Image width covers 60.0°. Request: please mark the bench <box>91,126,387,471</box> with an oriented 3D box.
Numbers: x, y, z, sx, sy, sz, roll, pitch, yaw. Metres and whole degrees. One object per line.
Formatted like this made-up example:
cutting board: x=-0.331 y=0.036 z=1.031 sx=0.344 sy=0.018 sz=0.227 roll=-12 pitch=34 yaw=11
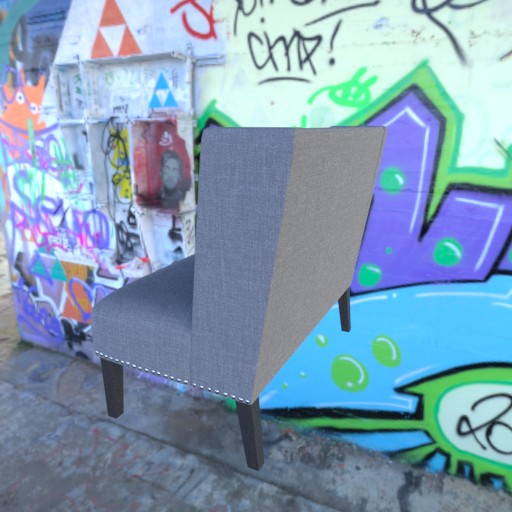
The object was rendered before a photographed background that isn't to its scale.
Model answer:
bench: x=0.000 y=0.000 z=1.996 sx=0.842 sy=1.121 sz=1.276 roll=8 pitch=18 yaw=25
